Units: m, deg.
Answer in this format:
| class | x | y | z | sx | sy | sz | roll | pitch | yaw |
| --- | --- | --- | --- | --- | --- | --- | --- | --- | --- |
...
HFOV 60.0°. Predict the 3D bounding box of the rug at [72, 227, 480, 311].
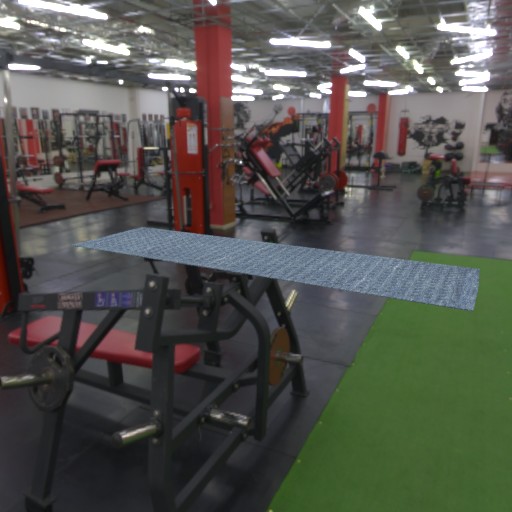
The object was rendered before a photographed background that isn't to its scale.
| class | x | y | z | sx | sy | sz | roll | pitch | yaw |
| --- | --- | --- | --- | --- | --- | --- | --- | --- | --- |
| rug | 0.000 | 0.000 | 2.703 | 2.443 | 0.008 | 0.688 | 8 | 17 | 27 |
